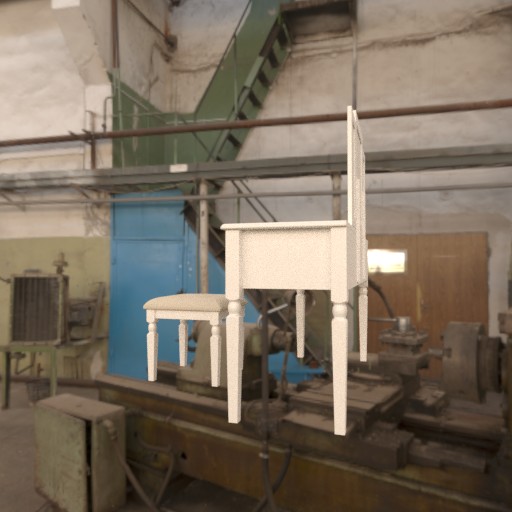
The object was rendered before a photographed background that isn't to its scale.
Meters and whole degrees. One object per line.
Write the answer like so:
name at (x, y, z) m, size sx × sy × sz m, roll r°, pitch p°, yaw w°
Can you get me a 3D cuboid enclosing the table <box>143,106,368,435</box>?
table at (0.000, 0.000, 2.367) m, size 1.115 × 1.310 × 1.369 m, roll 0°, pitch -1°, yaw 17°
